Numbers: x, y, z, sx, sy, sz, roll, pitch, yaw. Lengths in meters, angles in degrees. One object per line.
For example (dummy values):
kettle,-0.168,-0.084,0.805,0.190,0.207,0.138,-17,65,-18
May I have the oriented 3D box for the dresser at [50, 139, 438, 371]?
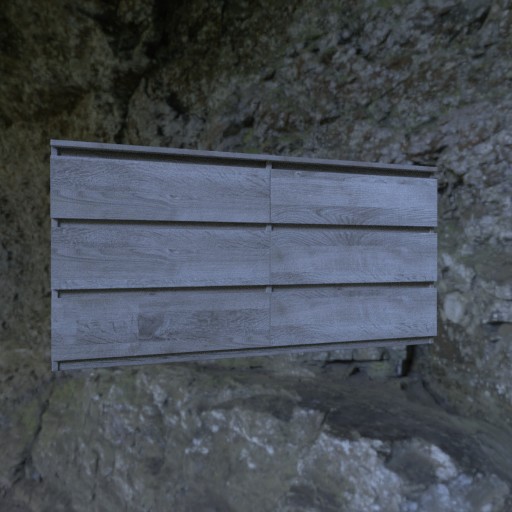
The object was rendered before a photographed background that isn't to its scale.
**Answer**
dresser,0.000,0.000,1.929,1.590,0.795,0.390,0,0,-18
